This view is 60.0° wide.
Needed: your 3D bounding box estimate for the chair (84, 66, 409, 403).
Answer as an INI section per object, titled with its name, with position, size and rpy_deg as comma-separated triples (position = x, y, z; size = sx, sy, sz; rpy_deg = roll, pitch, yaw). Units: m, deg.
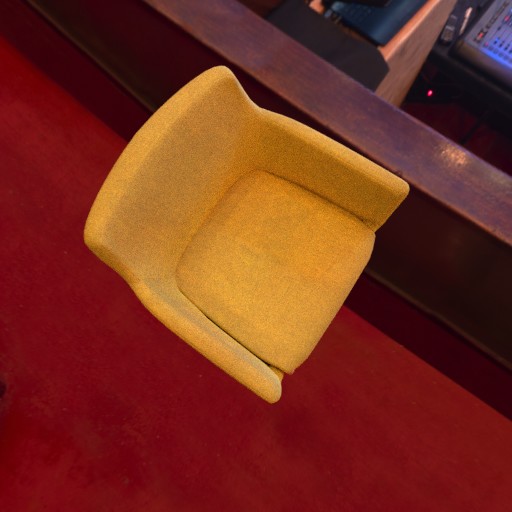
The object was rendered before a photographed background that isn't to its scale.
[chair]
position = 0.000, 0.000, 1.204
size = 0.570, 0.780, 0.570
rpy_deg = 33, 79, 7
